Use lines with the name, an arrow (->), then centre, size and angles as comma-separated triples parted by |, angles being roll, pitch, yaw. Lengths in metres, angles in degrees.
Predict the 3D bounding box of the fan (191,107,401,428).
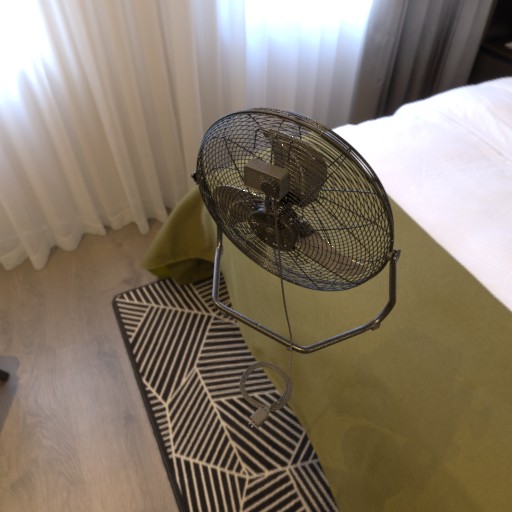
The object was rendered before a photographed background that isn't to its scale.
fan -> 0.000, 0.000, 1.015 | 0.595, 0.605, 0.470 | 25, 51, 22
